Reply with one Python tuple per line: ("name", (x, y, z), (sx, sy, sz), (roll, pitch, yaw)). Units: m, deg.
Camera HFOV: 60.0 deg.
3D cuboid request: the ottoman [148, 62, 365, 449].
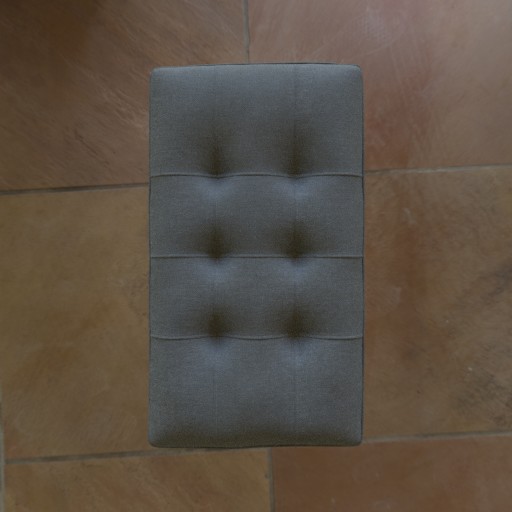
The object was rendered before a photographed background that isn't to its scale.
("ottoman", (0.000, 0.000, 1.491), (0.648, 0.514, 1.143), (0, 90, 0))
